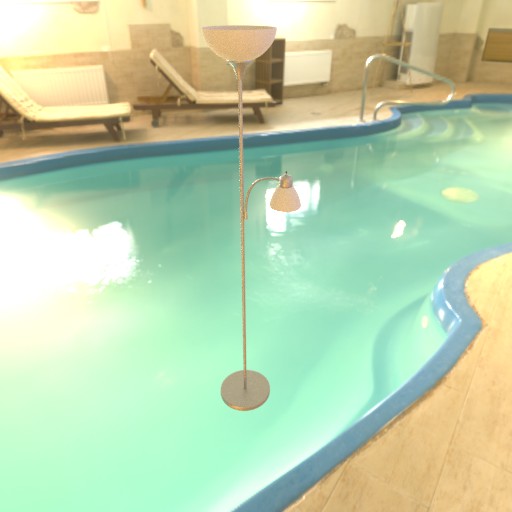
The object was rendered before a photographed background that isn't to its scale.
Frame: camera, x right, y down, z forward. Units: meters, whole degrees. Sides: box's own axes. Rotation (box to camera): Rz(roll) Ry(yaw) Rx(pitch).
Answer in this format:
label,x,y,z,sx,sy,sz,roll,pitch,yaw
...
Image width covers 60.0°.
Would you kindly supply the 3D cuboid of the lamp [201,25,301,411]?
label,x,y,z,sx,sy,sz,roll,pitch,yaw
lamp,0.000,0.000,1.972,0.425,1.804,0.279,23,37,33
